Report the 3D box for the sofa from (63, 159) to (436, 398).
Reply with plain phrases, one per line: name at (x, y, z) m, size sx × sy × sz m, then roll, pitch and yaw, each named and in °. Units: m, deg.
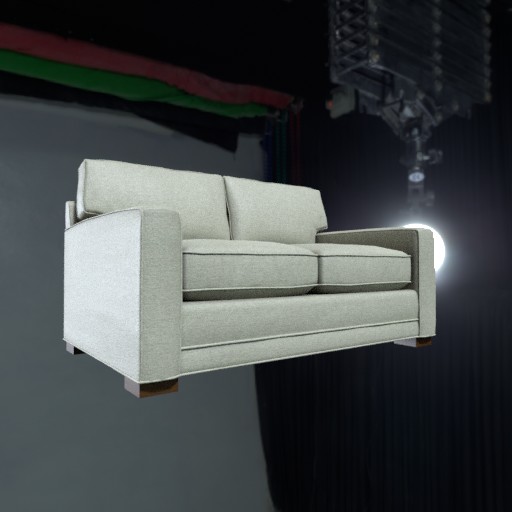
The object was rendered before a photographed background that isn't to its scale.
sofa at (0.000, 0.000, 2.068) m, size 1.484 × 0.853 × 0.940 m, roll 1°, pitch -1°, yaw -36°
